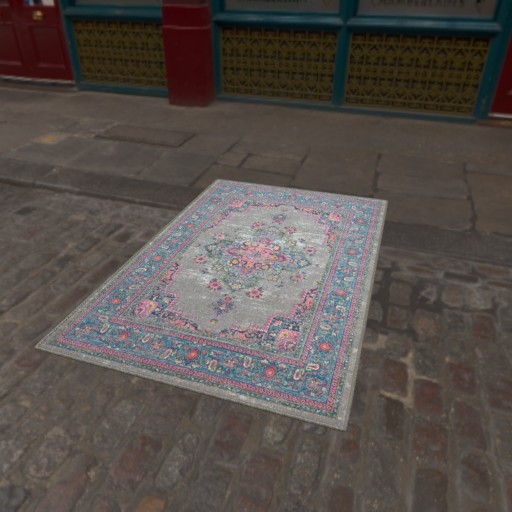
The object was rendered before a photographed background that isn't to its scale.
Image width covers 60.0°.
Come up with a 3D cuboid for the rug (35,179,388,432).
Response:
[{"bbox_3d":[0.000,0.000,2.179,1.144,0.014,1.748,10,33,16],"label":"rug"}]
